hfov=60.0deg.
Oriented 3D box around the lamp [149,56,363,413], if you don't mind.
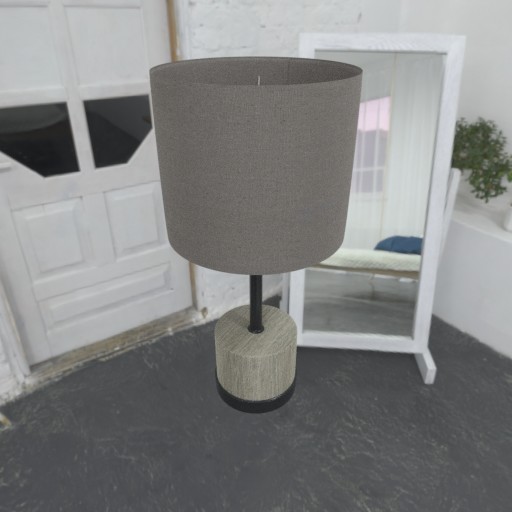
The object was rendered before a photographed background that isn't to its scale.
[{"bbox_3d":[0.000,0.000,0.597,0.229,0.470,0.229,17,34,27],"label":"lamp"}]
